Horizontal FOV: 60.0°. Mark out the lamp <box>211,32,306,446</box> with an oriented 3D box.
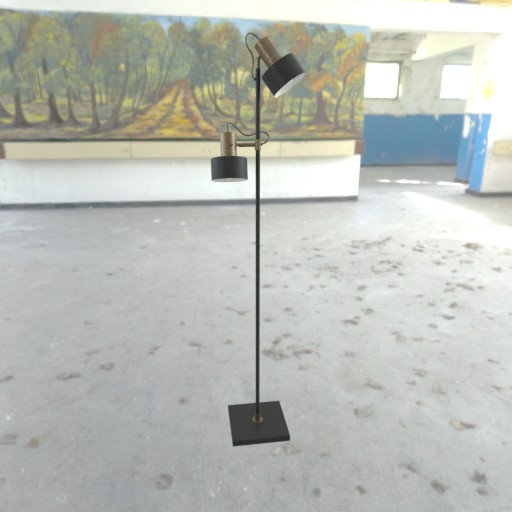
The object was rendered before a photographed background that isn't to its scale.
[{"bbox_3d":[0.000,0.000,1.652,0.315,1.505,0.233,-2,18,-8],"label":"lamp"}]
